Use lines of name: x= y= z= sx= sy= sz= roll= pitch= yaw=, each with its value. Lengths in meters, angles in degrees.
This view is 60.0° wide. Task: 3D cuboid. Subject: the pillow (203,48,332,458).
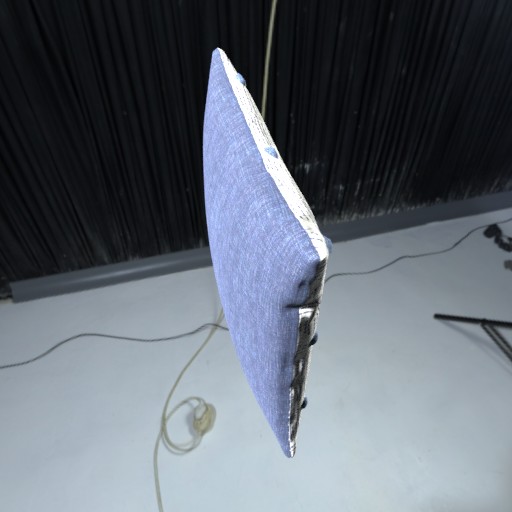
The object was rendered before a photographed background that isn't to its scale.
pillow: x=0.000 y=0.000 z=0.761 sx=0.145 sy=0.510 sz=0.510 roll=-11 pitch=47 yaw=-10
